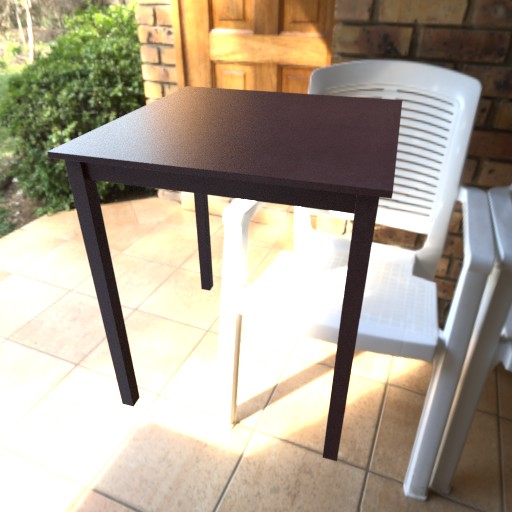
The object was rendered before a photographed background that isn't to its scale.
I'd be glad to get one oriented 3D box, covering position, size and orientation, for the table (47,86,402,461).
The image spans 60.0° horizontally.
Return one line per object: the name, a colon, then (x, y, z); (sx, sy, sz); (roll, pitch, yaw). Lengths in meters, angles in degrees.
table: (0.000, 0.000, 1.645); (0.861, 0.991, 0.861); (9, 33, 14)
